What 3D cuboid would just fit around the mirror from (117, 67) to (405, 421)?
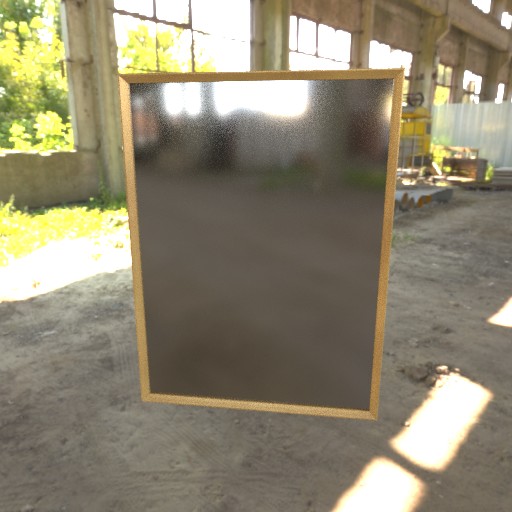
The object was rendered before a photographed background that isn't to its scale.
[{"bbox_3d":[0.000,0.000,1.311,0.762,1.016,0.041,2,15,8],"label":"mirror"}]
